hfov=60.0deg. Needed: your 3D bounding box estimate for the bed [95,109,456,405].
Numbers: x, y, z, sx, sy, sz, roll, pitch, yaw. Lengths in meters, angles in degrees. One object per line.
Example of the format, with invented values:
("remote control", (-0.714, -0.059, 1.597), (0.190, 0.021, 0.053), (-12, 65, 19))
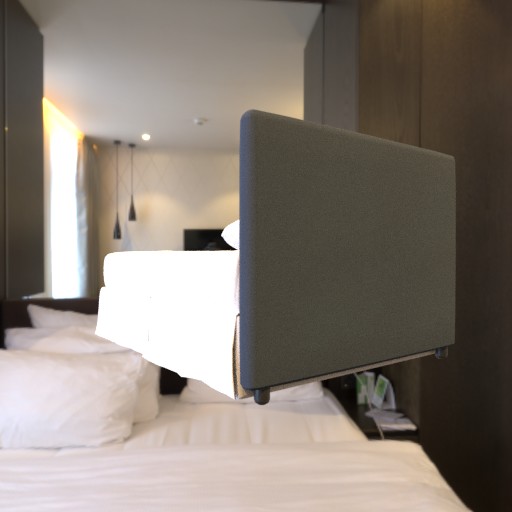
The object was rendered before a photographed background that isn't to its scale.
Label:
("bed", (0.000, 0.000, 3.249), (1.713, 1.330, 2.162), (0, 1, -36))
